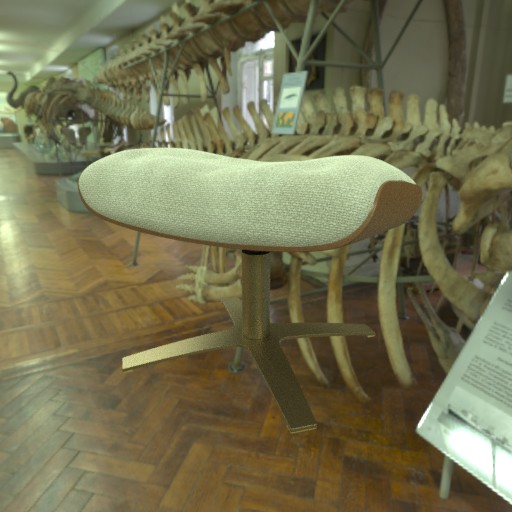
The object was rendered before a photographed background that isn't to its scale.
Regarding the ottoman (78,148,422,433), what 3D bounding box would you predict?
[{"bbox_3d":[0.000,0.000,0.836,0.520,0.391,0.394,9,20,28],"label":"ottoman"}]
